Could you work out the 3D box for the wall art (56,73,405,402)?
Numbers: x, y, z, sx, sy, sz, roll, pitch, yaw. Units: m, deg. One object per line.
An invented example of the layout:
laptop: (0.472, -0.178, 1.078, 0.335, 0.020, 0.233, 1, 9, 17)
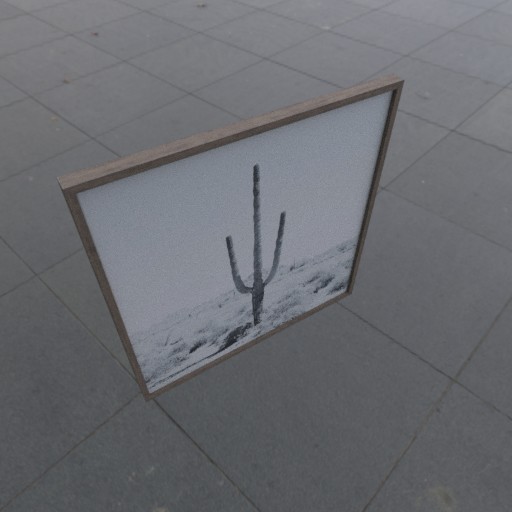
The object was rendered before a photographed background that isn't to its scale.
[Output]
wall art: (0.000, 0.000, 1.144, 0.762, 0.762, 0.038, -24, 51, -21)
